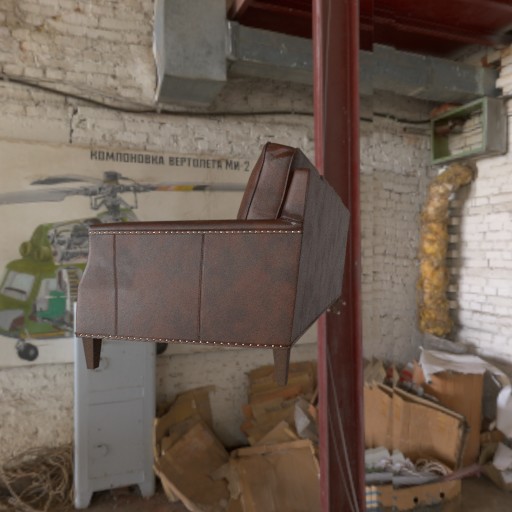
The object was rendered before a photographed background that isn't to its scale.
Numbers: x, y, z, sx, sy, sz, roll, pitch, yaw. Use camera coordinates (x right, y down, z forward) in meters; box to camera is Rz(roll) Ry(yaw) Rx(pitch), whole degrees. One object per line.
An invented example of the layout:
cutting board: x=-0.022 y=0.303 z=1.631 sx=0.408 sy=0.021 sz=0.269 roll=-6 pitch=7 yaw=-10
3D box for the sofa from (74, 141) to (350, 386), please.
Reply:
sofa: x=0.000 y=0.000 z=2.901 sx=1.084 sy=1.003 sz=2.240 roll=0 pitch=1 yaw=16
